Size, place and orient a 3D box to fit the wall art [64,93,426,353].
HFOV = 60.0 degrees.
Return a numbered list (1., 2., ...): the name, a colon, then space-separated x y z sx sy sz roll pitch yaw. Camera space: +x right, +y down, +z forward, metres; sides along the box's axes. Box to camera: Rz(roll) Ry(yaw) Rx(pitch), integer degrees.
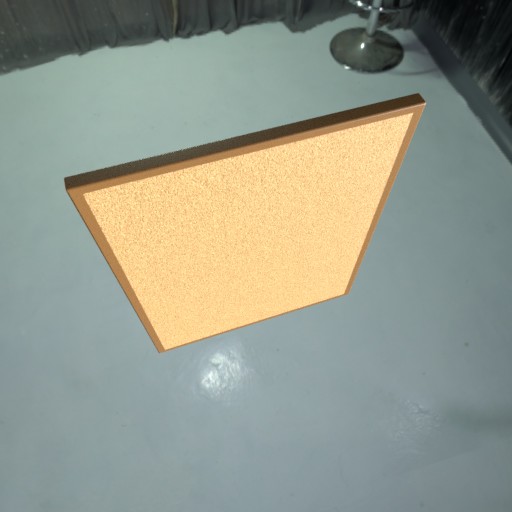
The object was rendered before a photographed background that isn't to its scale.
1. wall art: 0.000 0.000 0.527 0.310 0.379 0.015 -16 60 -9
